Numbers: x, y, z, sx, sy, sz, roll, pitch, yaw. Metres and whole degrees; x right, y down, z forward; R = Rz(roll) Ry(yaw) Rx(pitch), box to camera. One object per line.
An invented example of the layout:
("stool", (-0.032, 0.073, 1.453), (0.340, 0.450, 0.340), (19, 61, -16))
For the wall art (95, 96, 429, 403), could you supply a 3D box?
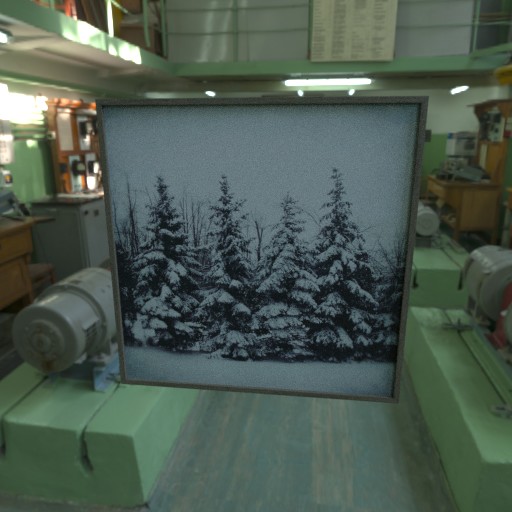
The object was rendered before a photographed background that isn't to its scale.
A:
("wall art", (0.000, 0.000, 0.755), (0.507, 0.507, 0.037), (2, 16, 7))
